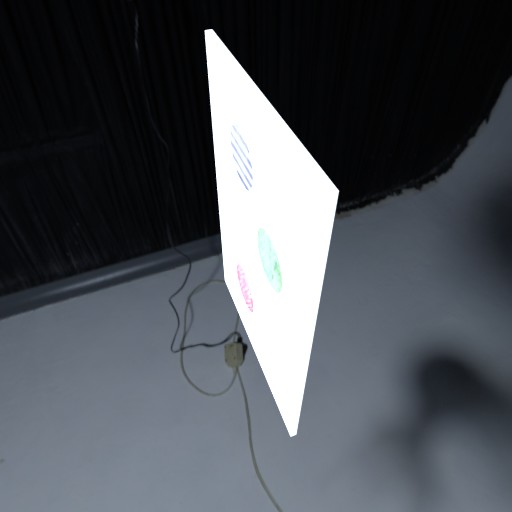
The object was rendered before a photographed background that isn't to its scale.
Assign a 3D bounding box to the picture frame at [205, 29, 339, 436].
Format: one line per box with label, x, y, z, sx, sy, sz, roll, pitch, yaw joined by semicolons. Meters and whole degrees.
picture frame;0.000;0.000;0.842;0.013;0.657;0.457;-15;49;-14
